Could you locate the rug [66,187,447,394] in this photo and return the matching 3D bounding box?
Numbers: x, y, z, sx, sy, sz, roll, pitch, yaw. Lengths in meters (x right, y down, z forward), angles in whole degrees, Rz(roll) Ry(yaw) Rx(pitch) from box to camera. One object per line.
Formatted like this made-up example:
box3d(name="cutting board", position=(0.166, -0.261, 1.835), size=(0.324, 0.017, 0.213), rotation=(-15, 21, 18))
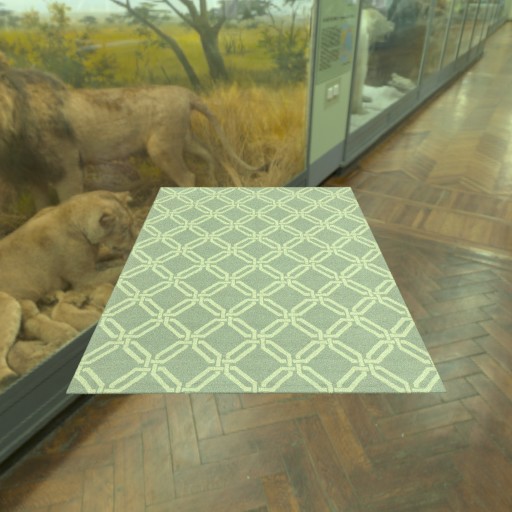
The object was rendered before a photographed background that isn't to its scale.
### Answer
box3d(name="rug", position=(0.000, 0.000, 4.265), size=(2.438, 0.013, 3.353), rotation=(0, 32, 0))
